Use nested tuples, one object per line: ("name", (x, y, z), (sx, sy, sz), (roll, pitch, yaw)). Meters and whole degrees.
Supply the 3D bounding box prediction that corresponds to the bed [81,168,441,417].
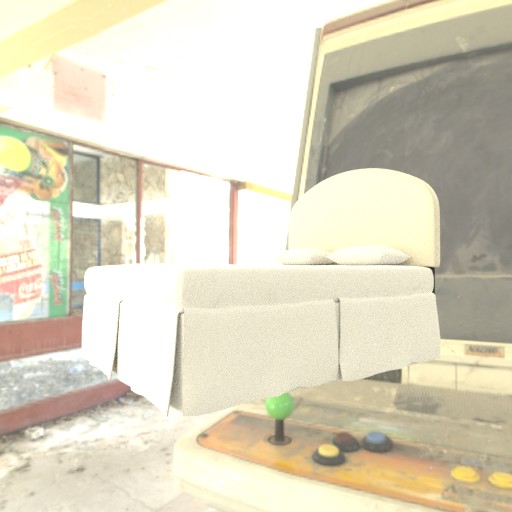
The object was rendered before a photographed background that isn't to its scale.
("bed", (0.000, 0.000, 3.045), (2.005, 1.410, 1.607), (1, -1, -36))
